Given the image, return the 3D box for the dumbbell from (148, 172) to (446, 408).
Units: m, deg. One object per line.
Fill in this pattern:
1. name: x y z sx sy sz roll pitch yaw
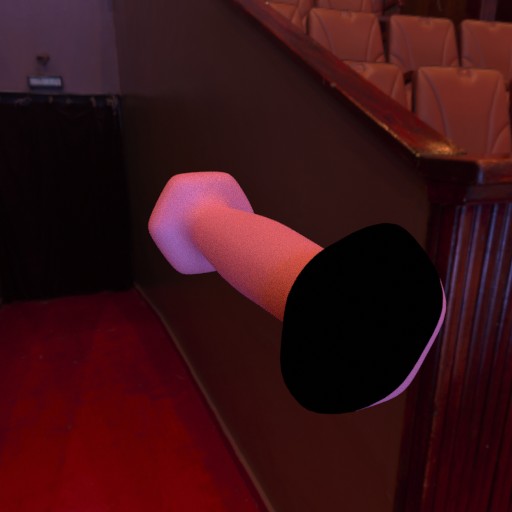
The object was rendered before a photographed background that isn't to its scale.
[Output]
1. dumbbell: 0.000 0.000 0.144 0.047 0.043 0.123 -8 19 -24
